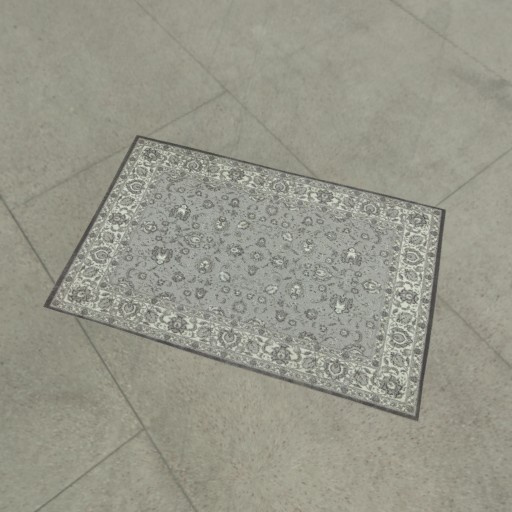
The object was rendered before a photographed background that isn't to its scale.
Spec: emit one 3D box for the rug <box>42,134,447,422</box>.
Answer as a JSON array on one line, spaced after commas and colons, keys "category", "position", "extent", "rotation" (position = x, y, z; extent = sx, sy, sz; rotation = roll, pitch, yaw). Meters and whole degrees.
[{"category": "rug", "position": [0.000, 0.000, 3.037], "extent": [2.438, 0.011, 1.524], "rotation": [15, 64, 7]}]
